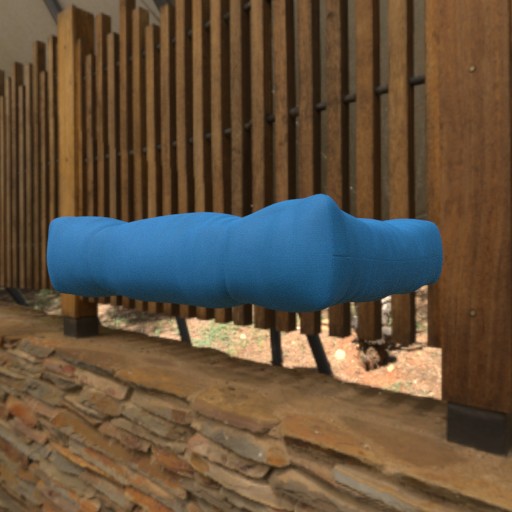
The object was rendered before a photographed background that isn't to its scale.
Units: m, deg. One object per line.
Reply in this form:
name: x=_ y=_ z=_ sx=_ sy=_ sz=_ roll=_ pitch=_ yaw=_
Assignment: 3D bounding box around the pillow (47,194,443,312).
pillow: x=0.000 y=0.000 z=0.725 sx=0.490 sy=0.128 sz=0.468 roll=0 pitch=1 yaw=35
